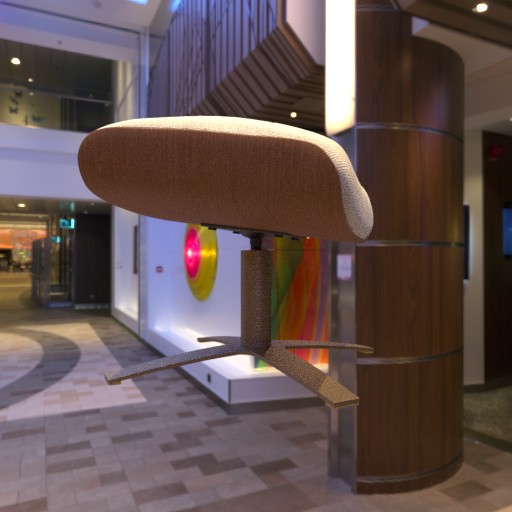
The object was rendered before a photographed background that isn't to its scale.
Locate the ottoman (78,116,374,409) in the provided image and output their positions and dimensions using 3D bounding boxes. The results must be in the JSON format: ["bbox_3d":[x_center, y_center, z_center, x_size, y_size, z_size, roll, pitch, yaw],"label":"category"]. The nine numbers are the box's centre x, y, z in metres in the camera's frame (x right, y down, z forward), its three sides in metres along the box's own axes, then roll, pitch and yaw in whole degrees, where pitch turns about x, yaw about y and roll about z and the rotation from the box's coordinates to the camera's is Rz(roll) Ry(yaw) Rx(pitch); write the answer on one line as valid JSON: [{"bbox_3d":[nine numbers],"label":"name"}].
[{"bbox_3d":[0.000,0.000,0.801,0.394,0.391,0.520,0,0,18],"label":"ottoman"}]
